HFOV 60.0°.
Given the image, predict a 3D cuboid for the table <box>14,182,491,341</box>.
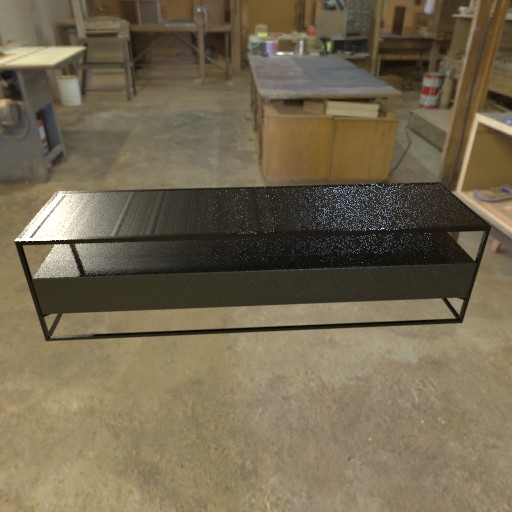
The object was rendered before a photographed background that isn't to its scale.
[{"bbox_3d":[0.000,0.000,1.649,1.486,0.395,0.399,-2,30,-3],"label":"table"}]
